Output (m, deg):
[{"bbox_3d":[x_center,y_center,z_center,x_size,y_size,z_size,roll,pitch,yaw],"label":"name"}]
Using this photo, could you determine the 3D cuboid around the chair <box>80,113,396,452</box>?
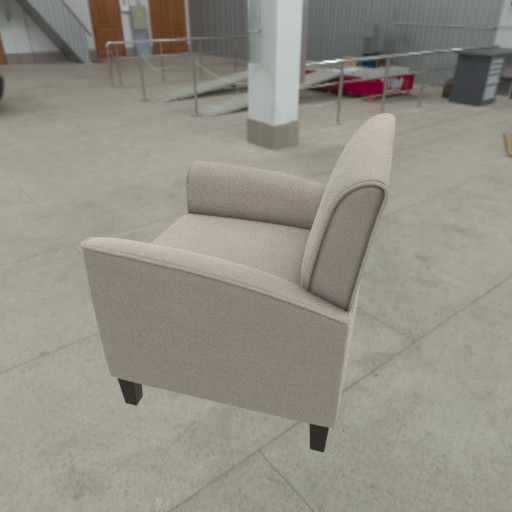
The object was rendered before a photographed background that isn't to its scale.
[{"bbox_3d":[0.000,0.000,1.569,0.820,0.915,0.820,8,31,14],"label":"chair"}]
